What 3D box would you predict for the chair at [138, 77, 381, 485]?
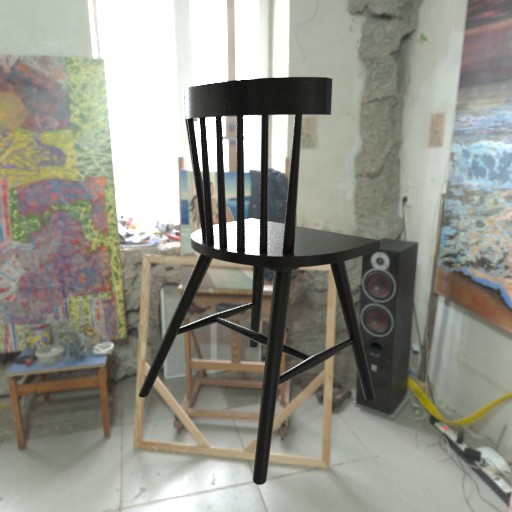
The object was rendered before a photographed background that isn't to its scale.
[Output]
[{"bbox_3d":[0.000,0.000,1.182,0.483,0.844,0.506,-14,20,-43],"label":"chair"}]
